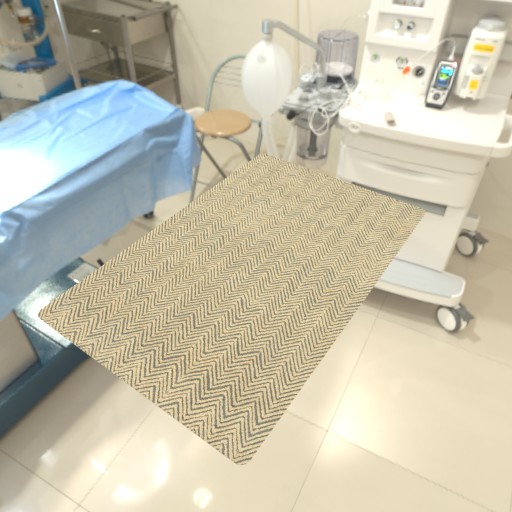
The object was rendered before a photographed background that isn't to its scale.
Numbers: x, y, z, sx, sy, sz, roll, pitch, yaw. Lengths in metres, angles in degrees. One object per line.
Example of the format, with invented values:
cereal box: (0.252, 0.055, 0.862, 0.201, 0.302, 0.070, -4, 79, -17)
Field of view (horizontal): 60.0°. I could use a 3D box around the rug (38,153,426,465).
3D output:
rug: (0.000, 0.000, 2.229, 1.144, 0.008, 1.752, 25, 48, 25)
